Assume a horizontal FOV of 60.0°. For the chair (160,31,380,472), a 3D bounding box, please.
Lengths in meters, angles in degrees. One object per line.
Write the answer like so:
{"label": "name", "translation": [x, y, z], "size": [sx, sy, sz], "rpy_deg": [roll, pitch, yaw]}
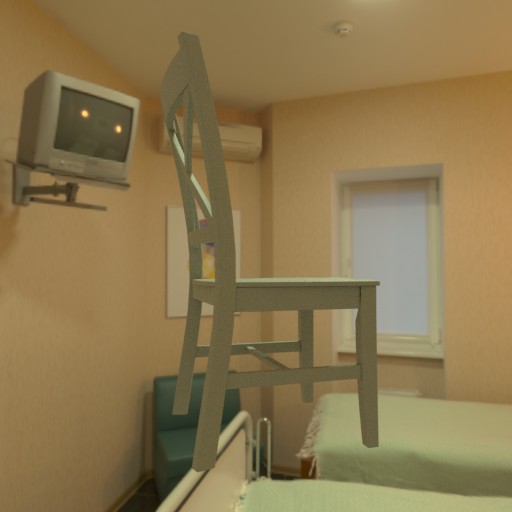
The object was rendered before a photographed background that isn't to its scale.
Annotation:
{"label": "chair", "translation": [0.000, 0.000, 1.274], "size": [0.542, 0.983, 0.485], "rpy_deg": [1, -2, -17]}
